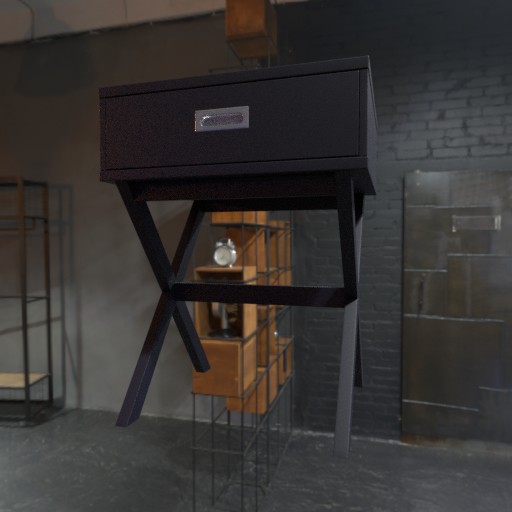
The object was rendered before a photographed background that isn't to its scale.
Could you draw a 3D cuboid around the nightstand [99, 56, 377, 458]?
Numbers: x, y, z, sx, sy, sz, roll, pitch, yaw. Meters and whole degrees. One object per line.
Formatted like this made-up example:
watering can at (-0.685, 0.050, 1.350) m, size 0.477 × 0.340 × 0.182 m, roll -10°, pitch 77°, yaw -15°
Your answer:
nightstand at (0.000, 0.000, 0.940) m, size 0.479 × 0.623 × 0.402 m, roll 1°, pitch 2°, yaw 17°
